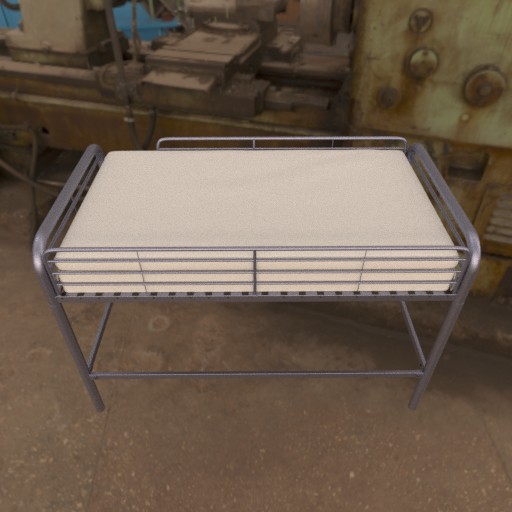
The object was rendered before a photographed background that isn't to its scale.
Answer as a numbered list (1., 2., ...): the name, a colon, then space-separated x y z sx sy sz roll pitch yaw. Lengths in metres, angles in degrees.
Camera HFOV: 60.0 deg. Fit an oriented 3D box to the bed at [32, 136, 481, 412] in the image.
1. bed: 0.000 0.000 2.814 1.965 1.288 1.415 0 41 0
